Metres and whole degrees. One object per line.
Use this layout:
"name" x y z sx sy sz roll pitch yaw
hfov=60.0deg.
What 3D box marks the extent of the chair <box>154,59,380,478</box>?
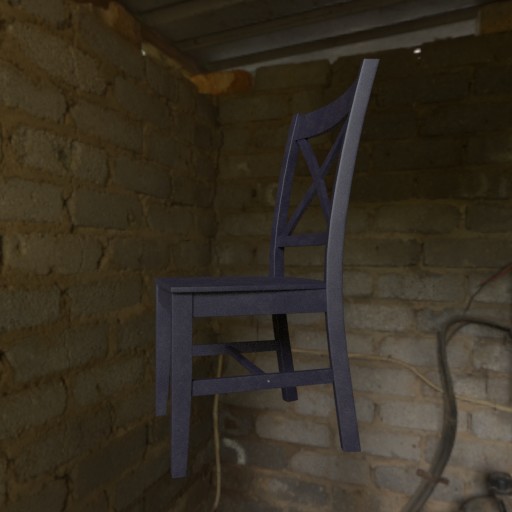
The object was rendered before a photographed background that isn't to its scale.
"chair" 0.000 0.000 1.261 0.542 0.983 0.485 0 0 -18
